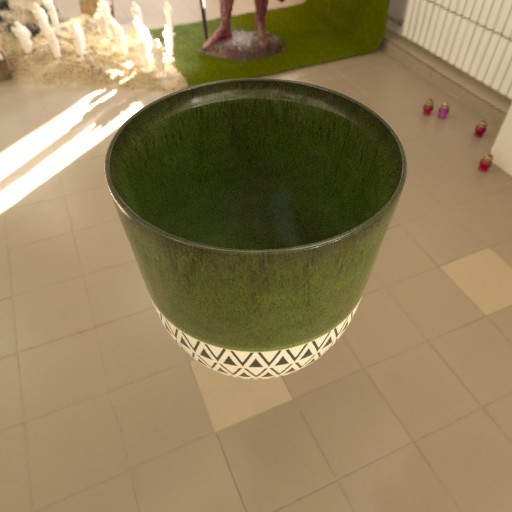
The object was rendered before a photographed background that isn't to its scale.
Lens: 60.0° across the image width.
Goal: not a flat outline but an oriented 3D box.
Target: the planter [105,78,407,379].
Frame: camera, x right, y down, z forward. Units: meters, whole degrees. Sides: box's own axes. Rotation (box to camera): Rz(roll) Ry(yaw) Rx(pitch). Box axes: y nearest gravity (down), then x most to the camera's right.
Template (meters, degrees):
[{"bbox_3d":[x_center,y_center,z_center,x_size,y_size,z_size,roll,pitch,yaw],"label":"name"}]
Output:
[{"bbox_3d":[0.000,0.000,0.466,0.245,0.270,0.245,0,47,0],"label":"planter"}]
